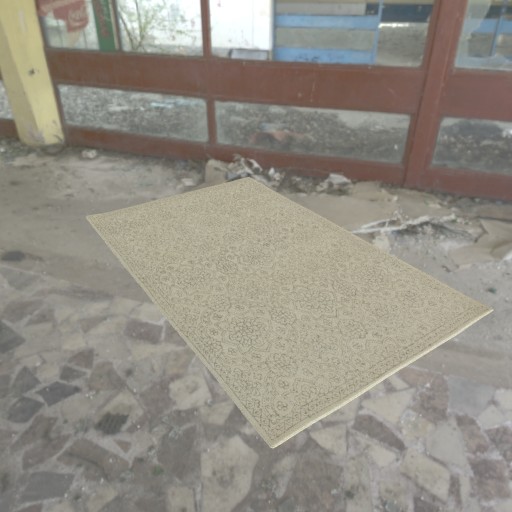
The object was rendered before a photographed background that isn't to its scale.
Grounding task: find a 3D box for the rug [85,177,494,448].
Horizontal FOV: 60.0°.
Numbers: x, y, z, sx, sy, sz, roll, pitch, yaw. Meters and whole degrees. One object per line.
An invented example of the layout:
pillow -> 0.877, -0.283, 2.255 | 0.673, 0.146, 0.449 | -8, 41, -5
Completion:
rug -> 0.000, 0.000, 2.340 | 1.214, 0.023, 1.947 | -20, 36, -29
